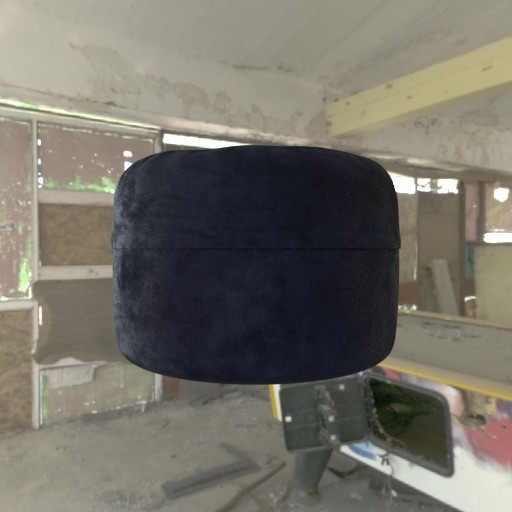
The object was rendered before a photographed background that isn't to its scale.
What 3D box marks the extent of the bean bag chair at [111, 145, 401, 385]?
[{"bbox_3d":[0.000,0.000,1.471,0.918,0.616,0.918,0,1,0],"label":"bean bag chair"}]
